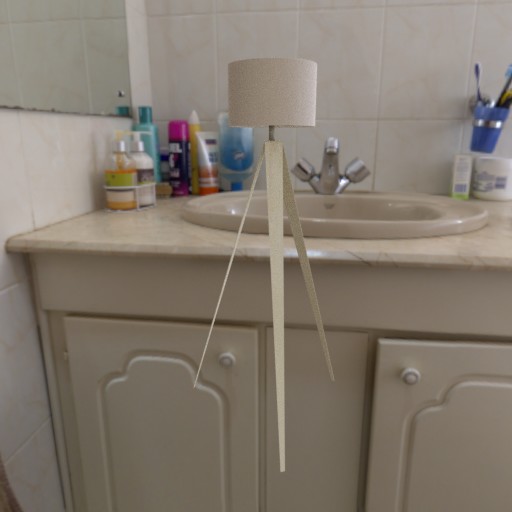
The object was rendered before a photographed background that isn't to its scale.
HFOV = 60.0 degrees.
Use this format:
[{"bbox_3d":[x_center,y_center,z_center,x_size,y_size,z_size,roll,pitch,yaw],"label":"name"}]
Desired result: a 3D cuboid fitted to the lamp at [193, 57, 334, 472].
[{"bbox_3d":[0.000,0.000,1.893,0.716,1.524,0.724,3,15,10],"label":"lamp"}]
